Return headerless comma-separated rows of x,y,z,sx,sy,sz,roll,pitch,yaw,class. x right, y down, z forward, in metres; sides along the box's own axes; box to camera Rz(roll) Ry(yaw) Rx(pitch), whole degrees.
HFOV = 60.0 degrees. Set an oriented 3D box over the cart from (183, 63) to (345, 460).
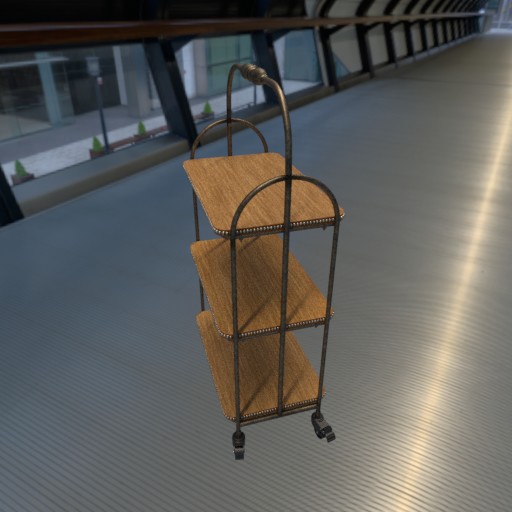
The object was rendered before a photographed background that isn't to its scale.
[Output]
0.000,0.000,1.330,0.330,1.052,0.650,-8,31,-14,cart
